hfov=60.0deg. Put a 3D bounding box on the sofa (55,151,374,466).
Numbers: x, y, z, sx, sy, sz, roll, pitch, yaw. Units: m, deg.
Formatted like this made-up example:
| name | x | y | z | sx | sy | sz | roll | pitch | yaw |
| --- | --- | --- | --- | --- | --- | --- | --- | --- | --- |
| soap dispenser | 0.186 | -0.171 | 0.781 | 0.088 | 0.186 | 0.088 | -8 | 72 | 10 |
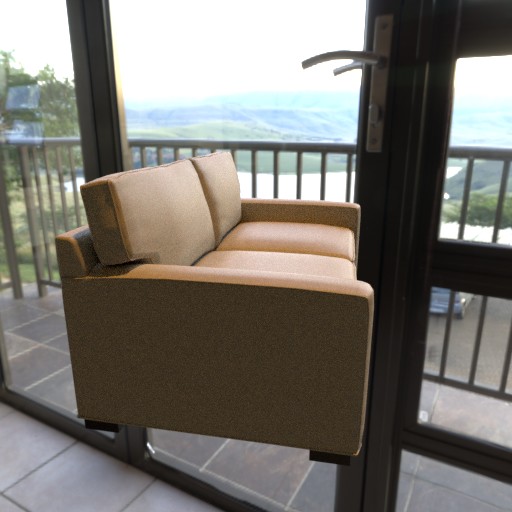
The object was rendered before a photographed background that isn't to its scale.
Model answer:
| name | x | y | z | sx | sy | sz | roll | pitch | yaw |
| --- | --- | --- | --- | --- | --- | --- | --- | --- | --- |
| sofa | 0.000 | 0.000 | 1.988 | 0.942 | 0.853 | 1.484 | 3 | 17 | 11 |
